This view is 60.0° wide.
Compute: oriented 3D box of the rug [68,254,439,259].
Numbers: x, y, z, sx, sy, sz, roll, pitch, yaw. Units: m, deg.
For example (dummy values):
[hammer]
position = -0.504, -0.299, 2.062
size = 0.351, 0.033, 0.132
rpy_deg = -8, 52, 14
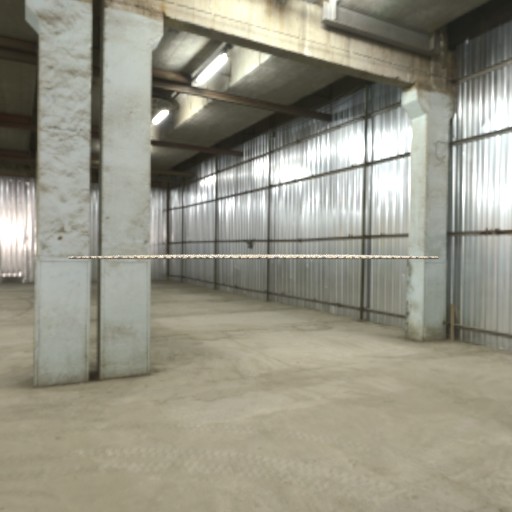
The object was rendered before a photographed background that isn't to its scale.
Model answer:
[rug]
position = 0.000, 0.000, 2.214
size = 1.144, 0.008, 1.752
rpy_deg = 0, 0, 1
